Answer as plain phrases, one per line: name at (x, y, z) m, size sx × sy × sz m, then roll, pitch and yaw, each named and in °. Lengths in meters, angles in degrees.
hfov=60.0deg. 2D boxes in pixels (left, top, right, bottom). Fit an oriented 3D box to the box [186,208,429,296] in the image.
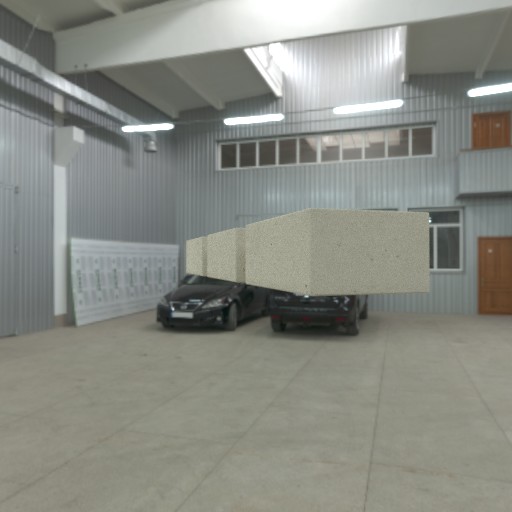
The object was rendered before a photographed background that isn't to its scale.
box at (0.000, 0.000, 0.485) m, size 0.082 × 0.051 × 0.461 m, roll 0°, pitch -1°, yaw -18°
